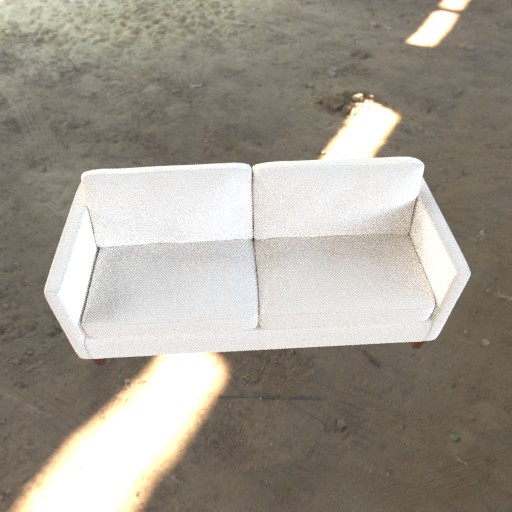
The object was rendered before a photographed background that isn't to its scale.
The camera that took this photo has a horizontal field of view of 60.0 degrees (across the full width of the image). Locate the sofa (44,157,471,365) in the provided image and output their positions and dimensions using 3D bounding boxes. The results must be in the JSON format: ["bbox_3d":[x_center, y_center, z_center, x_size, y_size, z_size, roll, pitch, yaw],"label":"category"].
[{"bbox_3d":[0.000,0.000,2.654,2.139,0.933,0.924,-2,47,-2],"label":"sofa"}]
